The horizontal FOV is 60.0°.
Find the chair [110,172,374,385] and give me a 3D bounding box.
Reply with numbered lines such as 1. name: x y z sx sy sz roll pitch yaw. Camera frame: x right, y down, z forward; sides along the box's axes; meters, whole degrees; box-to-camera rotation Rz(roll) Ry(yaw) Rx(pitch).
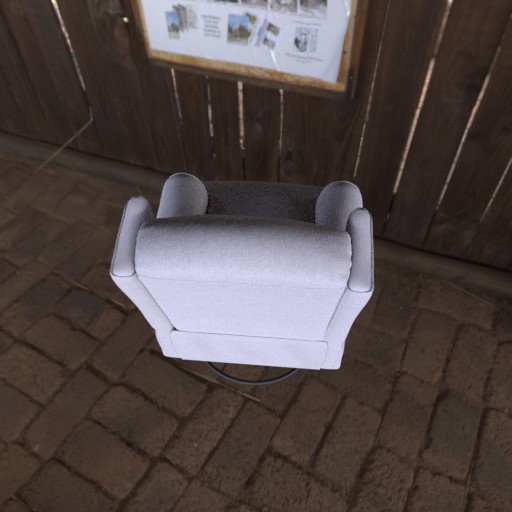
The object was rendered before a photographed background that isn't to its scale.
1. chair: 0.000 0.000 1.730 0.847 1.011 0.969 4 47 3
